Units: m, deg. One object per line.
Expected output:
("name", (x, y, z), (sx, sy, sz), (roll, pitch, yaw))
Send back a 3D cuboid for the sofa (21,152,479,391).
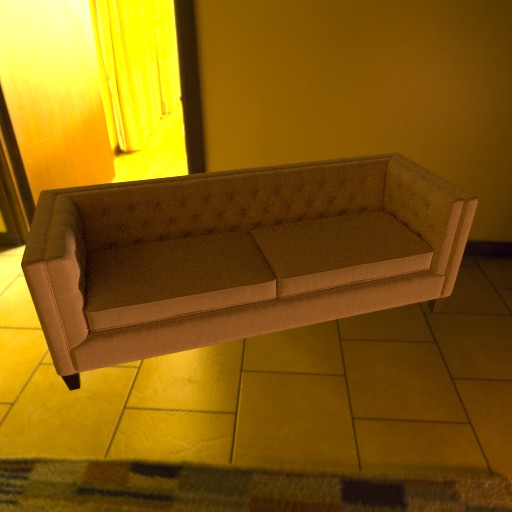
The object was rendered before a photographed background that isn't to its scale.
("sofa", (0.000, 0.000, 2.501), (2.159, 0.762, 0.775), (-9, 33, -14))
